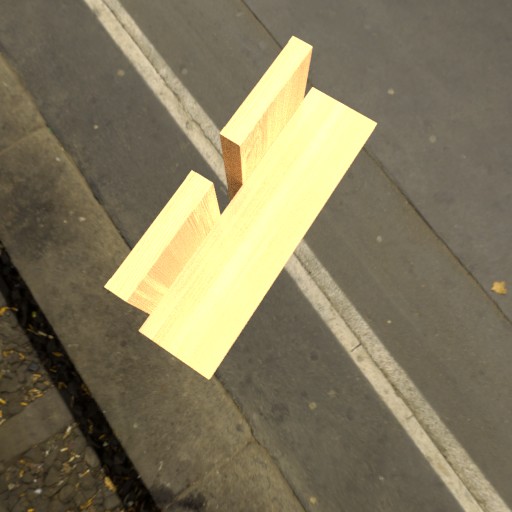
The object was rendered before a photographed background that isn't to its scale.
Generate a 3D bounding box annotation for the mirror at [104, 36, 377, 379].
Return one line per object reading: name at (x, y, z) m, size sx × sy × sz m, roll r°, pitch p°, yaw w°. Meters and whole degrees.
mirror at (0.000, 0.000, 1.541) m, size 0.260 × 1.250 × 0.800 m, roll 32°, pitch 78°, yaw 8°
